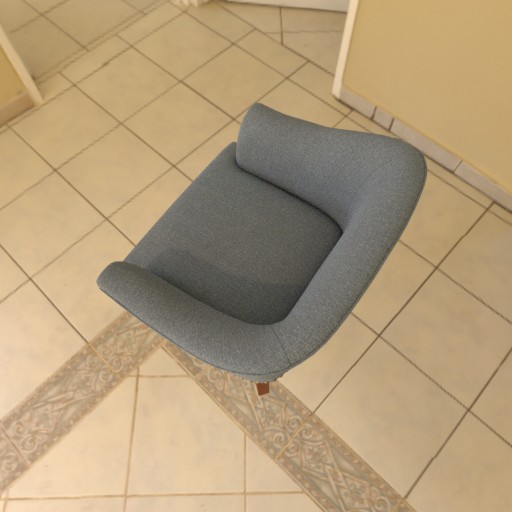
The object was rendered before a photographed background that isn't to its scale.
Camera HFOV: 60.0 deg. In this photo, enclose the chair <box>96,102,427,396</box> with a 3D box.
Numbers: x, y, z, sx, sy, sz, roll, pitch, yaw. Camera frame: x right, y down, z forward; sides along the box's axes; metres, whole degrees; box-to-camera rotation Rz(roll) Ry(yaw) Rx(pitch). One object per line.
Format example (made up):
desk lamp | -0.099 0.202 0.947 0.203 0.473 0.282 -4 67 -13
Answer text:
chair | 0.000 0.000 1.417 0.704 0.815 0.798 31 68 14
